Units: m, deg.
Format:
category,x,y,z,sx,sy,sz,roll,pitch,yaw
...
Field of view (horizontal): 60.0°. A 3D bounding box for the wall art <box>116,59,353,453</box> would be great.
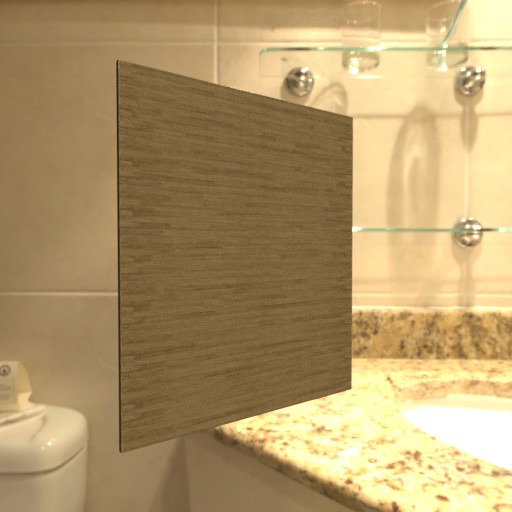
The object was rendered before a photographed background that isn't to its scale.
category,x,y,z,sx,sy,sz,roll,pitch,yaw
wall art,0.000,0.000,0.772,0.483,0.559,0.009,-1,2,-36
